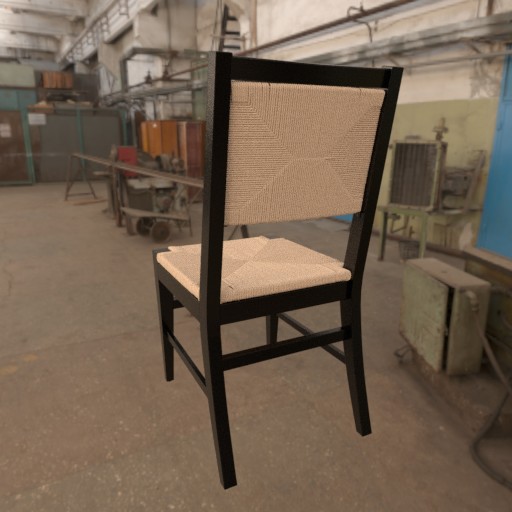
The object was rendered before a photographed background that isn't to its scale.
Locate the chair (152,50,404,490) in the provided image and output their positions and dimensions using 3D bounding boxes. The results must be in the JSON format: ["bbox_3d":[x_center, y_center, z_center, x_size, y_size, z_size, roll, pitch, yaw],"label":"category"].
[{"bbox_3d":[0.000,0.000,1.206,0.437,0.927,0.552,-8,17,-26],"label":"chair"}]
